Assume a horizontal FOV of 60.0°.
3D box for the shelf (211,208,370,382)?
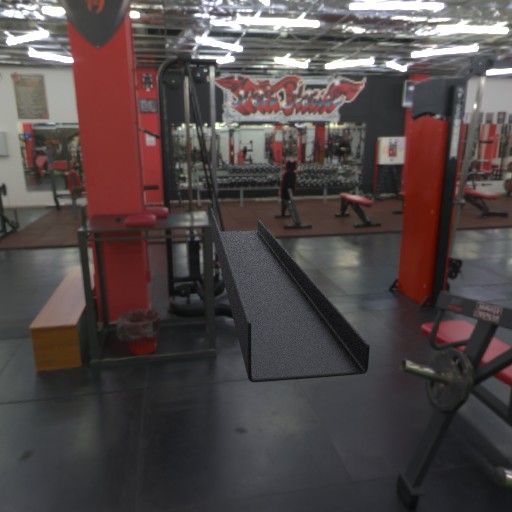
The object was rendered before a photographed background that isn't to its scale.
[{"bbox_3d":[0.000,0.000,0.647,0.102,0.053,0.605,-2,15,-8],"label":"shelf"}]
